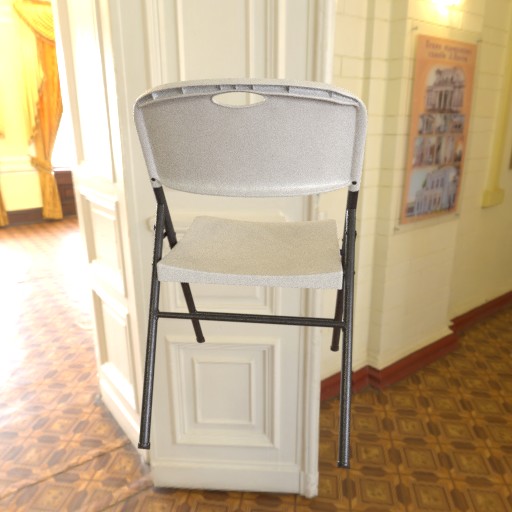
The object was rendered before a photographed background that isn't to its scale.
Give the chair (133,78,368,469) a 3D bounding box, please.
[{"bbox_3d":[0.000,0.000,1.146,0.494,0.810,0.566,2,17,7],"label":"chair"}]
